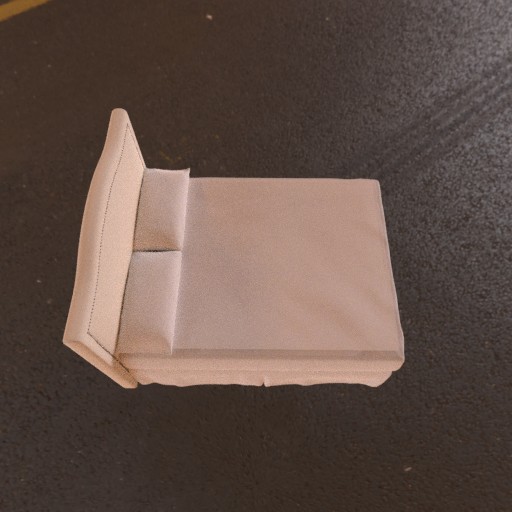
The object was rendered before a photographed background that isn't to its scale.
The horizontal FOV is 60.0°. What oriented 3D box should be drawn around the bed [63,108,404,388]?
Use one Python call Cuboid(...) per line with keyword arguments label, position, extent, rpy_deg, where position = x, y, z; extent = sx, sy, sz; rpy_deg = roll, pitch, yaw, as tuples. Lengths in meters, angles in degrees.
Cuboid(label="bed", position=(0.000, 0.000, 3.383), extent=(2.143, 1.460, 1.753), rpy_deg=(1, 63, 0))
